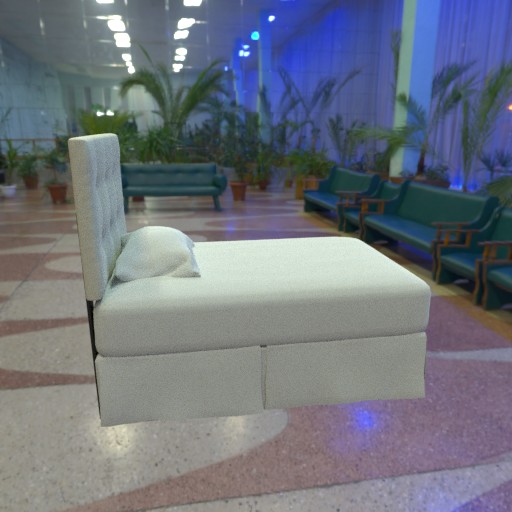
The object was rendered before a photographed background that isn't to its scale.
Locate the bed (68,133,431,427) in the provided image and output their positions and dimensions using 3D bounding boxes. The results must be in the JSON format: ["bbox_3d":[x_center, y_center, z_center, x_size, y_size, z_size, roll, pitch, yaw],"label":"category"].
[{"bbox_3d":[0.000,0.000,2.965,1.997,1.571,1.261,-3,17,-9],"label":"bed"}]
